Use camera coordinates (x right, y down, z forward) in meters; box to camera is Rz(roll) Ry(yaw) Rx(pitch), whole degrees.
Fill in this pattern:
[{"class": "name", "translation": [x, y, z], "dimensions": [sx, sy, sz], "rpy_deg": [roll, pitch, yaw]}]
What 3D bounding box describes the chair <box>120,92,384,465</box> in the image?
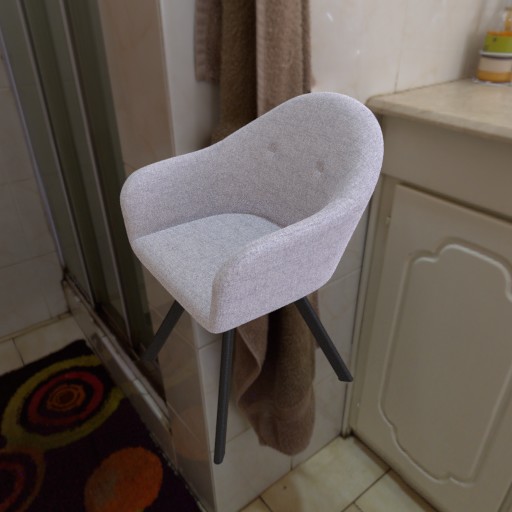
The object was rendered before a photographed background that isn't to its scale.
[{"class": "chair", "translation": [0.000, 0.000, 1.192], "dimensions": [0.570, 0.780, 0.540], "rpy_deg": [-20, 36, -30]}]
